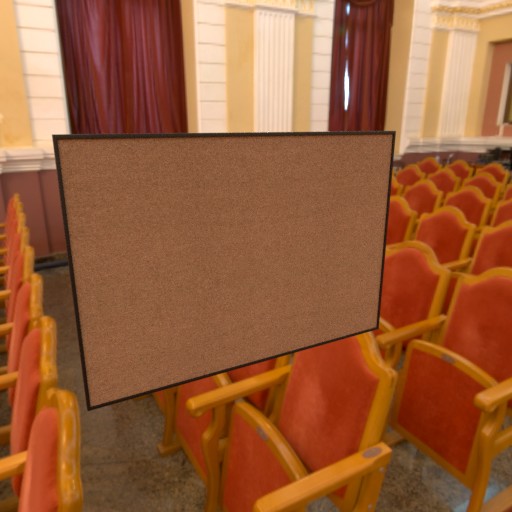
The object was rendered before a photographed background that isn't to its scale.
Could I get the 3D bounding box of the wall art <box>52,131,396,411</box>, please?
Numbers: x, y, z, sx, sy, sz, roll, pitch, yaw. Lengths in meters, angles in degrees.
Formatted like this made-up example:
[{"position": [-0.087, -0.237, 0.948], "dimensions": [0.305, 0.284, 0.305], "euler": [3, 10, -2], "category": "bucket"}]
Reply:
[{"position": [0.000, 0.000, 1.229], "dimensions": [0.957, 0.660, 0.019], "euler": [-9, 19, -27], "category": "wall art"}]
